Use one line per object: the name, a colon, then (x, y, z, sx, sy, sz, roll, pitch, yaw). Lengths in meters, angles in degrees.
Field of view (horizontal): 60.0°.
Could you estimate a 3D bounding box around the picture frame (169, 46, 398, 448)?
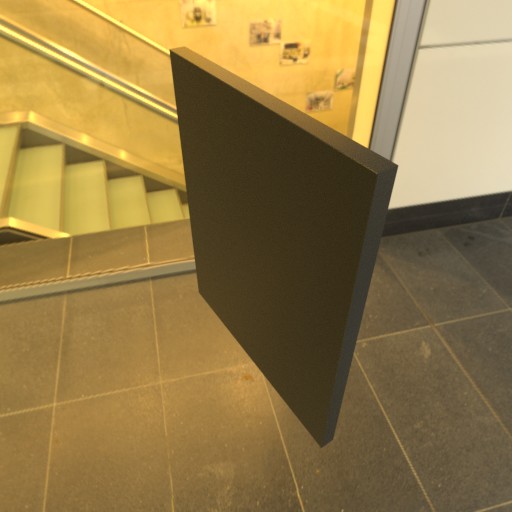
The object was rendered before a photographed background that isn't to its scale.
picture frame: (0.000, 0.000, 0.753, 0.028, 0.556, 0.460, -24, 46, -25)
